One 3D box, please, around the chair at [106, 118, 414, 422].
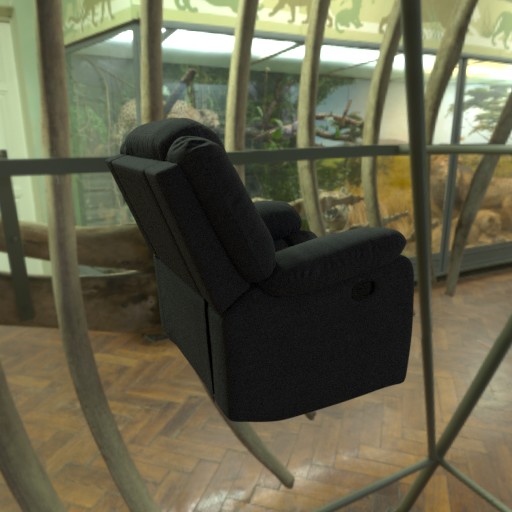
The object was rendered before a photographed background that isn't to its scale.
[{"bbox_3d":[0.000,0.000,1.715,0.944,1.008,0.899,-7,17,-26],"label":"chair"}]
